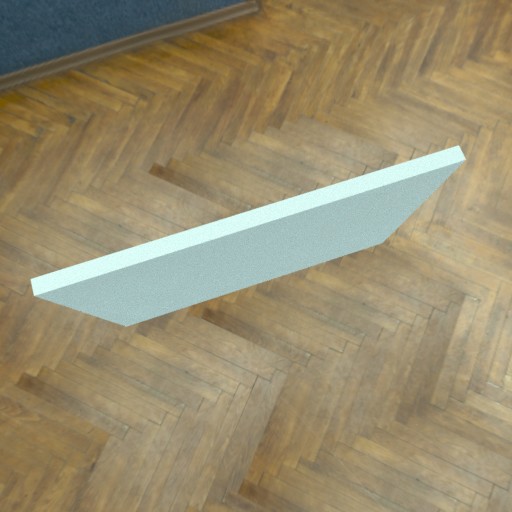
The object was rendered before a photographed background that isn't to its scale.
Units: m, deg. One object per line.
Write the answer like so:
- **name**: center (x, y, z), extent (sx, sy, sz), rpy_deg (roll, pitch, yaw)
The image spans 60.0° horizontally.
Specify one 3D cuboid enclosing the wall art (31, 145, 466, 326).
- **wall art**: center (0.000, 0.000, 1.718), extent (1.308, 0.902, 0.051), rpy_deg (-18, 76, -4)
